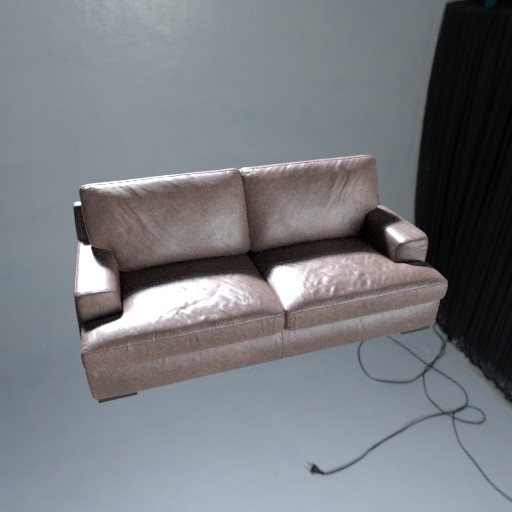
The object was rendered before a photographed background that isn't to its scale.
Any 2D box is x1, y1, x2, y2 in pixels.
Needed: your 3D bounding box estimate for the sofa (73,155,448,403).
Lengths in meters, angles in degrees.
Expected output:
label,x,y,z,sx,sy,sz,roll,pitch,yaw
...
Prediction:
label,x,y,z,sx,sy,sz,roll,pitch,yaw
sofa,0.000,0.000,2.892,2.261,0.941,1.143,-9,33,-14
